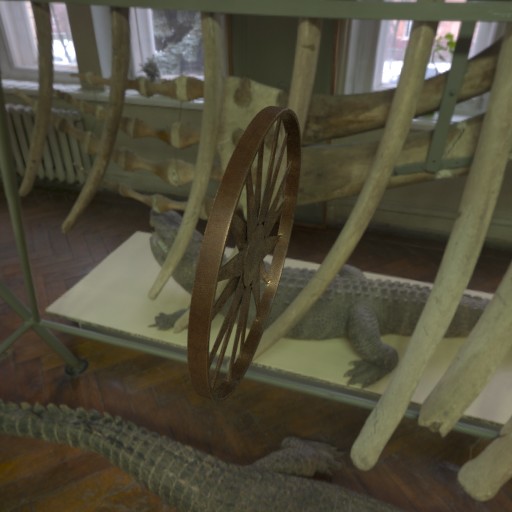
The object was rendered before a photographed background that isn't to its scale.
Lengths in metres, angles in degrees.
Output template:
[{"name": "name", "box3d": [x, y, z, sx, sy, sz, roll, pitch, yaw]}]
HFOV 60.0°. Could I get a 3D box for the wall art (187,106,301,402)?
[{"name": "wall art", "box3d": [0.000, 0.000, 0.903, 0.084, 0.583, 0.582, 10, 33, 15]}]
